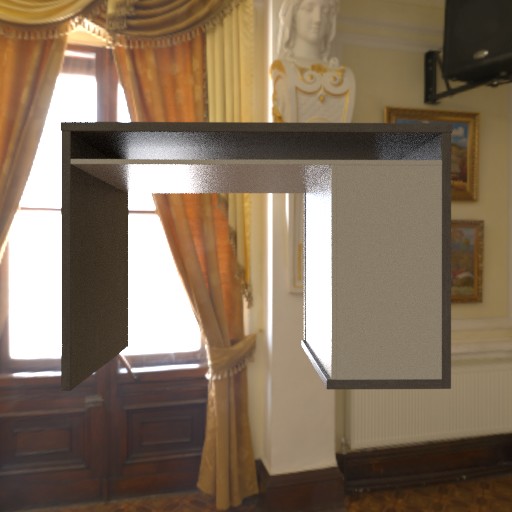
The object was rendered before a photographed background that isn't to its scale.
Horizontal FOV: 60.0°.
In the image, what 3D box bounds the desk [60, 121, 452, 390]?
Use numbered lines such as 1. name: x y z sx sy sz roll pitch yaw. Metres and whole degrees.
1. desk: 0.000 0.000 1.541 1.100 0.750 0.600 0 0 -1
